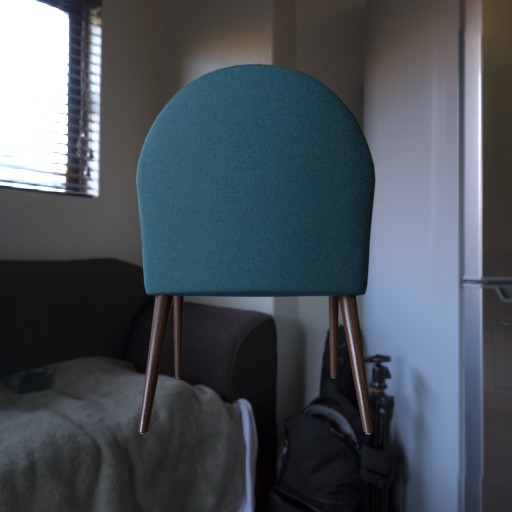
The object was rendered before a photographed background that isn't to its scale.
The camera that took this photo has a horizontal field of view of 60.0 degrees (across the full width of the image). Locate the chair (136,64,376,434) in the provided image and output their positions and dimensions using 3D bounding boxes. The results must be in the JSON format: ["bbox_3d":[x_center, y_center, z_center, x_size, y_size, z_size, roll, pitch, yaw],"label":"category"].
[{"bbox_3d":[0.000,0.000,1.358,0.656,0.907,0.652,0,0,0],"label":"chair"}]
